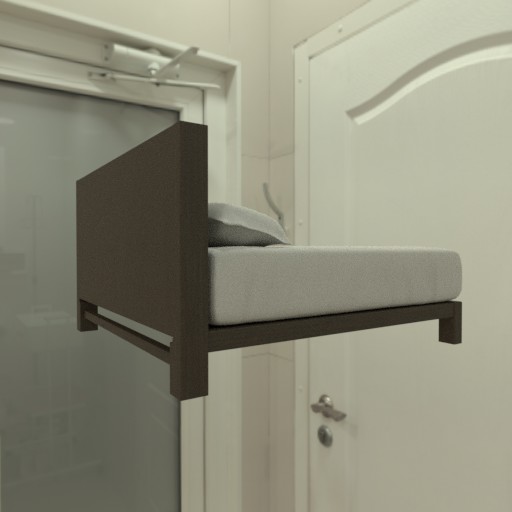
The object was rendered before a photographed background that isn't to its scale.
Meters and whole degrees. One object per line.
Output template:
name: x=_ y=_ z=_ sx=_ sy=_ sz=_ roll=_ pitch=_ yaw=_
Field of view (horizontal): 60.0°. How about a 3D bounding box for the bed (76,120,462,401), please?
bed: x=0.000 y=0.000 z=3.494 sx=2.238 sy=1.261 sz=2.143 roll=-1 pitch=1 yaw=-34
